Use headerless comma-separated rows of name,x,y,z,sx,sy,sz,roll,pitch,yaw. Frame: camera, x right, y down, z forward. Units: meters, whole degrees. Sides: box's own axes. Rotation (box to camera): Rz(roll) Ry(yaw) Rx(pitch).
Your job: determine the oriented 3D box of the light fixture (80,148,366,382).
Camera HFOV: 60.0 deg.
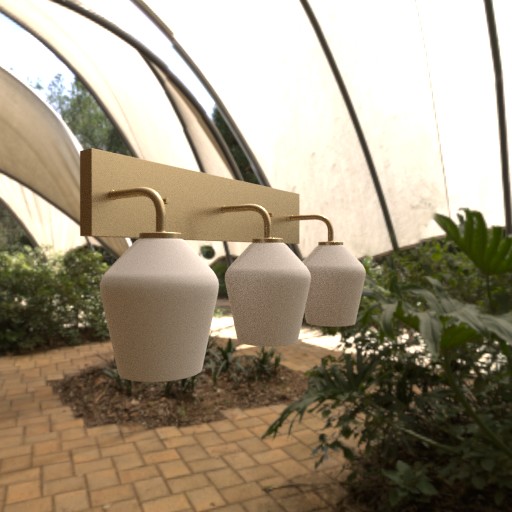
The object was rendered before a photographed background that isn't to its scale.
light fixture,0.000,0.000,0.748,0.190,0.280,0.609,0,0,36
